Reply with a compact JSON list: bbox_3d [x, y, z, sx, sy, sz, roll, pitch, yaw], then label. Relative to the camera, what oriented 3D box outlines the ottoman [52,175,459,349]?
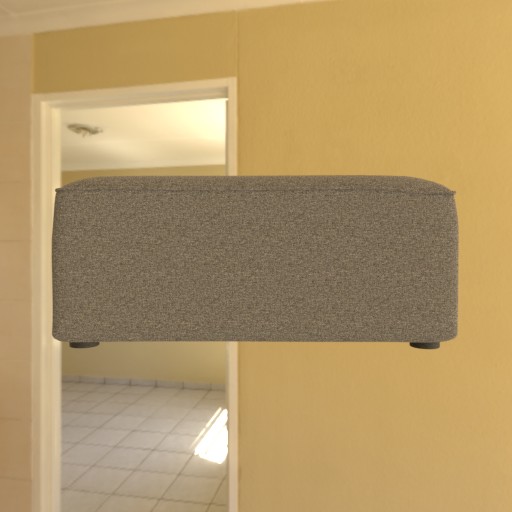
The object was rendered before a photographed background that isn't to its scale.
[{"bbox_3d":[0.000,0.000,1.574,1.005,0.464,1.015,0,0,1],"label":"ottoman"}]
